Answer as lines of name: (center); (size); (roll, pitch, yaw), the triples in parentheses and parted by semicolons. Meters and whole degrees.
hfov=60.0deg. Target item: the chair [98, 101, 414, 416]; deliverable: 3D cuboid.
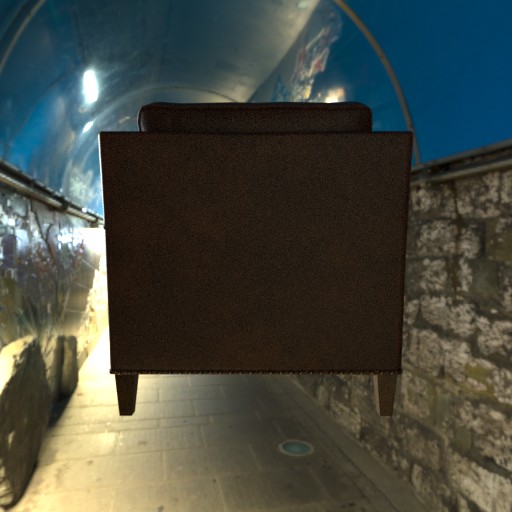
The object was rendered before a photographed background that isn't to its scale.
chair: (0.000, 0.000, 1.682); (0.853, 0.929, 1.014); (0, 1, 0)
